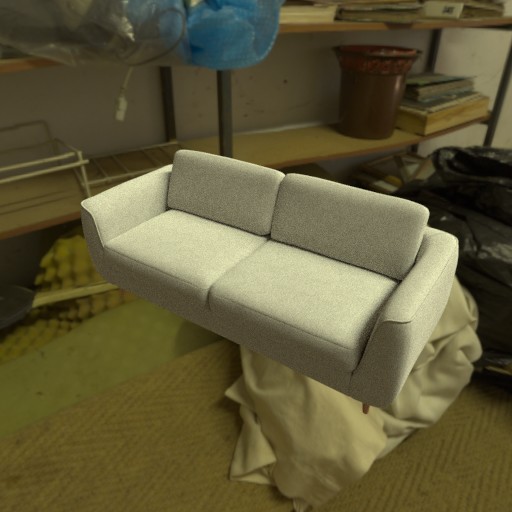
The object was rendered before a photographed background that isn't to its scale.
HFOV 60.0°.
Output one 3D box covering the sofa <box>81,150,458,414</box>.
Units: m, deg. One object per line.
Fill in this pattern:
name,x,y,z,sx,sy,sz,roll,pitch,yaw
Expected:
sofa,0.000,0.000,2.514,2.000,0.850,0.920,19,36,29
